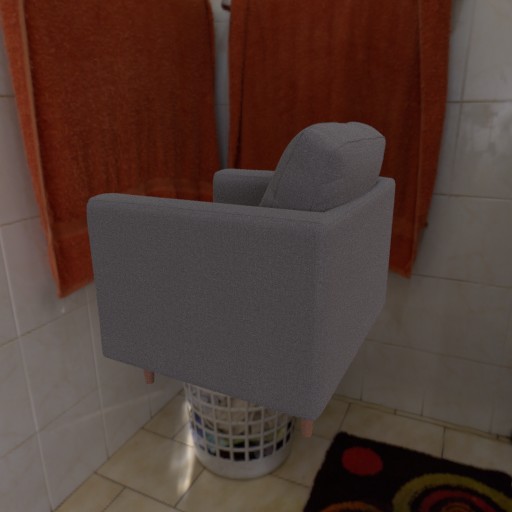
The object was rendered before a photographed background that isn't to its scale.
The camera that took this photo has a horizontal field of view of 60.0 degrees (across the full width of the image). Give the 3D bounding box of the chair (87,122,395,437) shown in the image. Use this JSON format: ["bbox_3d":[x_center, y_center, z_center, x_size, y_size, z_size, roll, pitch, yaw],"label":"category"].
[{"bbox_3d":[0.000,0.000,1.596,0.800,0.927,0.854,9,20,26],"label":"chair"}]
